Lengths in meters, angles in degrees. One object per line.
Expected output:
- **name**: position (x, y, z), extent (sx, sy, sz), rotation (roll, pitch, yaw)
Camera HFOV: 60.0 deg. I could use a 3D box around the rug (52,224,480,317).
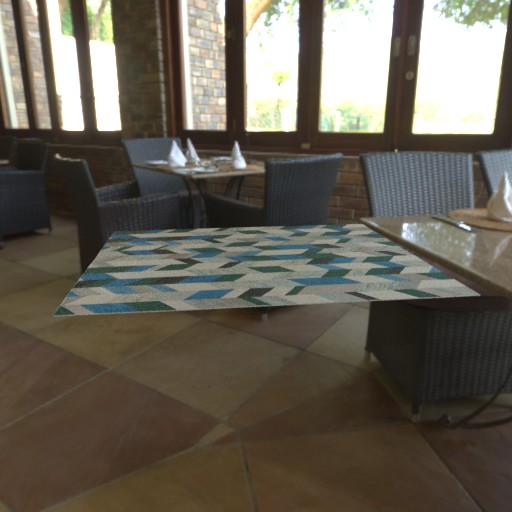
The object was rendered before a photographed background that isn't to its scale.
- **rug**: position (0.000, 0.000, 4.244), extent (3.036, 0.008, 2.440), rotation (-2, 17, -7)
